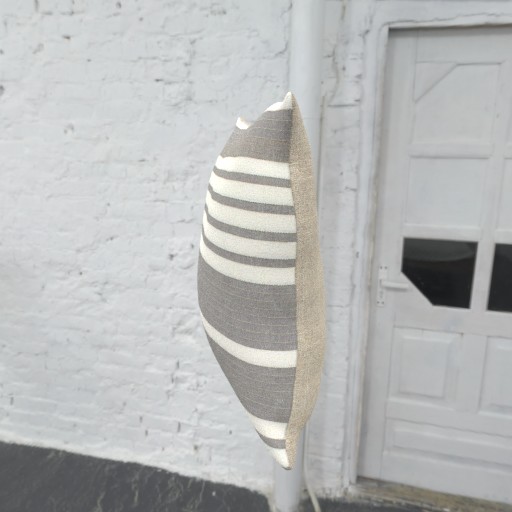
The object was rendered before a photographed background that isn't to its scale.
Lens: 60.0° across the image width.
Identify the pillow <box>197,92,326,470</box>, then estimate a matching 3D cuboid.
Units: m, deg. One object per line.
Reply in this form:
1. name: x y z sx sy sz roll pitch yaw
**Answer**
1. pillow: 0.000 0.000 0.684 0.182 0.440 0.439 -2 13 -8
